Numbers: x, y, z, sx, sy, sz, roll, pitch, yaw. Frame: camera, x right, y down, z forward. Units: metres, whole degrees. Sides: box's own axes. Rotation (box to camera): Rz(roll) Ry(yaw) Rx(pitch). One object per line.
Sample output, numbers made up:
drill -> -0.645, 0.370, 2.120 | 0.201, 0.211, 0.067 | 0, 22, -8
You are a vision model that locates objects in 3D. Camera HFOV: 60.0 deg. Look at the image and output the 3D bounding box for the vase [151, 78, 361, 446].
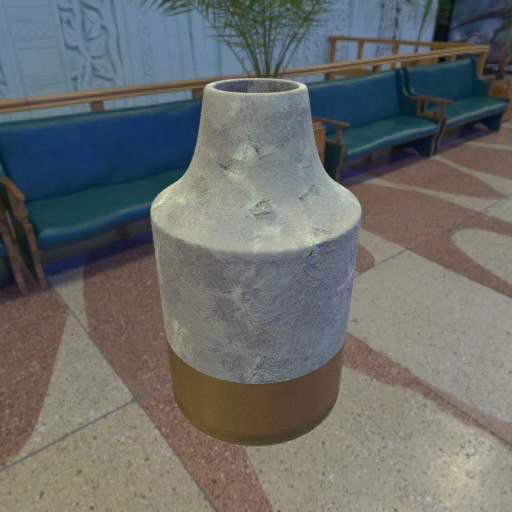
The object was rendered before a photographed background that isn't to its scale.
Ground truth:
vase -> 0.000, 0.000, 0.419 | 0.184, 0.305, 0.184 | 0, 30, 0
